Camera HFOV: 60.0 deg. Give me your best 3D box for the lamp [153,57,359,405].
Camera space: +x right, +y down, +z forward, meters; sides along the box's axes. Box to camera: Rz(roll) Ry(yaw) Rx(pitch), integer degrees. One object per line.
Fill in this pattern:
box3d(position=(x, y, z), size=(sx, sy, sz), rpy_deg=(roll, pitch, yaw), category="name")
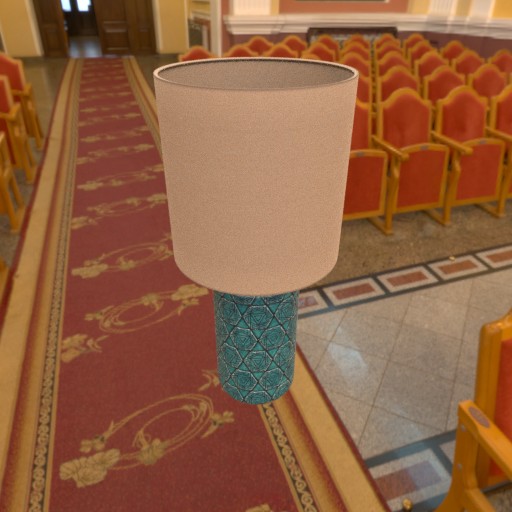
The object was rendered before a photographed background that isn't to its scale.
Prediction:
box3d(position=(0.000, 0.000, 0.764), size=(0.278, 0.597, 0.278), rpy_deg=(-9, 32, -15), category="lamp")
